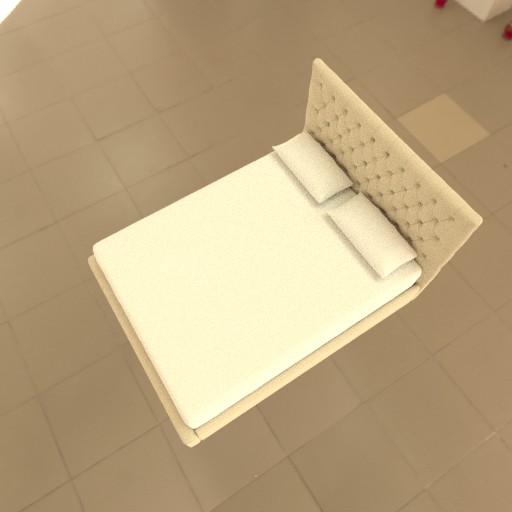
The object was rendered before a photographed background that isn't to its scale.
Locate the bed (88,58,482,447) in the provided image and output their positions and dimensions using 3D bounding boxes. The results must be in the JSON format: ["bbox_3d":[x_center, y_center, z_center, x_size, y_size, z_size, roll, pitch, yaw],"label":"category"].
[{"bbox_3d":[0.000,0.000,3.343,2.233,1.426,1.696,-30,67,-14],"label":"bed"}]
